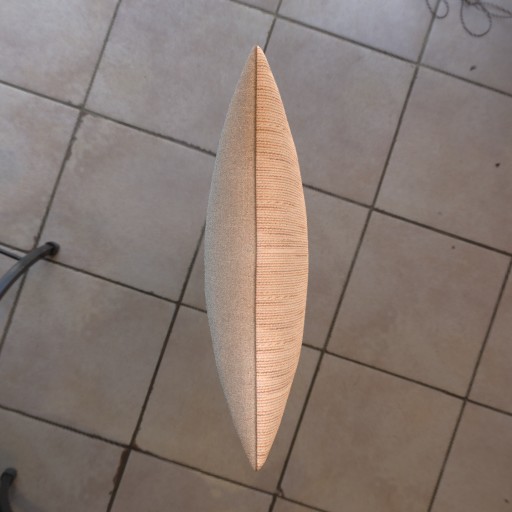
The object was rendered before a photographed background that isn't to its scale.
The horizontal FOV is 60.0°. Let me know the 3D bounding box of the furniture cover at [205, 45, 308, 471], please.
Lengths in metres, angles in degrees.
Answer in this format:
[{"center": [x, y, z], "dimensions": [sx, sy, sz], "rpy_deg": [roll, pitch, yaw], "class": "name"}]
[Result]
[{"center": [0.000, 0.000, 0.770], "dimensions": [0.178, 0.506, 0.512], "rpy_deg": [0, 91, -1], "class": "furniture cover"}]
